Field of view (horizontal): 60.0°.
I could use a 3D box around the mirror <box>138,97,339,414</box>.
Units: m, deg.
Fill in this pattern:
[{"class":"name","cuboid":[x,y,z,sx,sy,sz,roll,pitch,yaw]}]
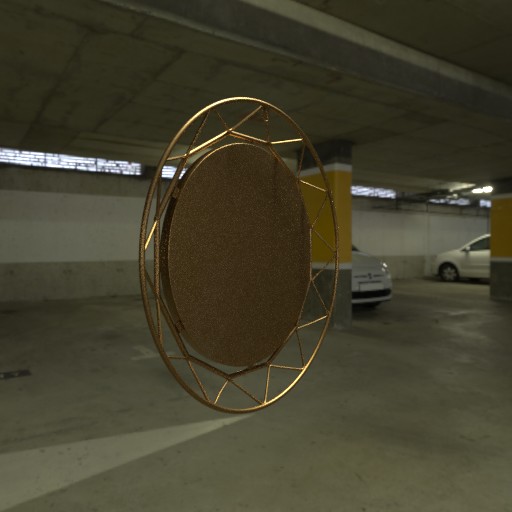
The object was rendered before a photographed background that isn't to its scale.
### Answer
[{"class":"mirror","cuboid":[0.000,0.000,0.671,0.043,0.454,0.454,1,2,38]}]
